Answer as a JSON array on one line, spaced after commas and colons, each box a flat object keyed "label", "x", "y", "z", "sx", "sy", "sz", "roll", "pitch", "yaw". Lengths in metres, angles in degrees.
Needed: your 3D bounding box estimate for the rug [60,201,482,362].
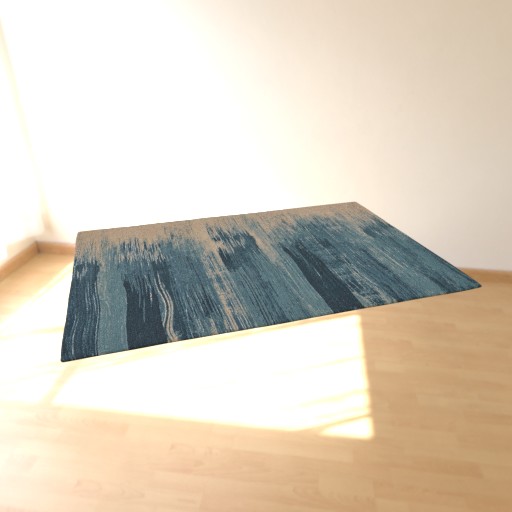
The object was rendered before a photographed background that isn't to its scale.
[{"label": "rug", "x": 0.000, "y": 0.000, "z": 2.333, "sx": 1.836, "sy": 0.009, "sz": 1.232, "roll": -8, "pitch": 27, "yaw": -15}]
